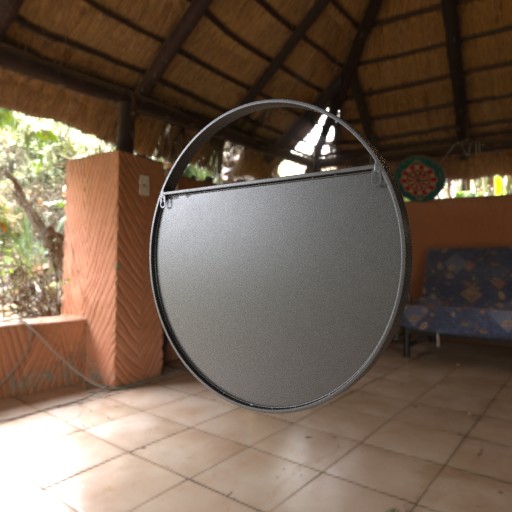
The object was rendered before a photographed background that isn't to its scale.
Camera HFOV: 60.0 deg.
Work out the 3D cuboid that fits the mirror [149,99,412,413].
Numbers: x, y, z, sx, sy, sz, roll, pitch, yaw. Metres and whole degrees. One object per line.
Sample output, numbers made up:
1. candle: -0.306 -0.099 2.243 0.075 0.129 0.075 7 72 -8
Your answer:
1. mirror: 0.000 0.000 0.825 0.565 0.565 0.032 0 0 37
